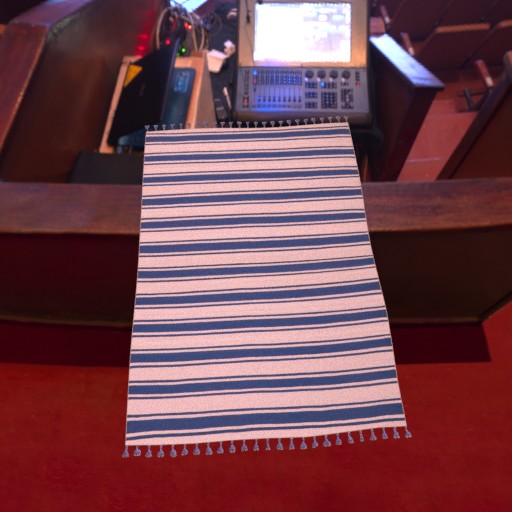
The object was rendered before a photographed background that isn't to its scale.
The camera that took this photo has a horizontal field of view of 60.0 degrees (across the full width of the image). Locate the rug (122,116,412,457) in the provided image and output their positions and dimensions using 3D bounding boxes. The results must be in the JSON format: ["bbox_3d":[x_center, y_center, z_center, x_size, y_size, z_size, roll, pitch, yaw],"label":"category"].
[{"bbox_3d":[0.000,0.000,2.862,1.544,0.010,2.315,-3,64,-1],"label":"rug"}]
